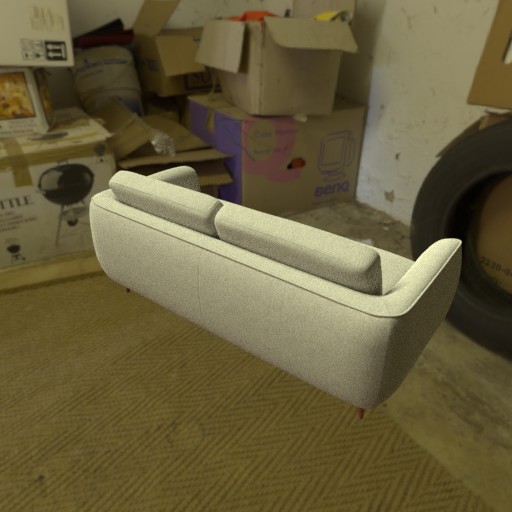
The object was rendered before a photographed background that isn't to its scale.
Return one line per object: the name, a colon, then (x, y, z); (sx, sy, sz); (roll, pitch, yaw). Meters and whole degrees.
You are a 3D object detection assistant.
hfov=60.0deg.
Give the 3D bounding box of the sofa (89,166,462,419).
sofa: (0.000, 0.000, 2.509); (2.000, 0.850, 0.920); (21, 35, 32)
